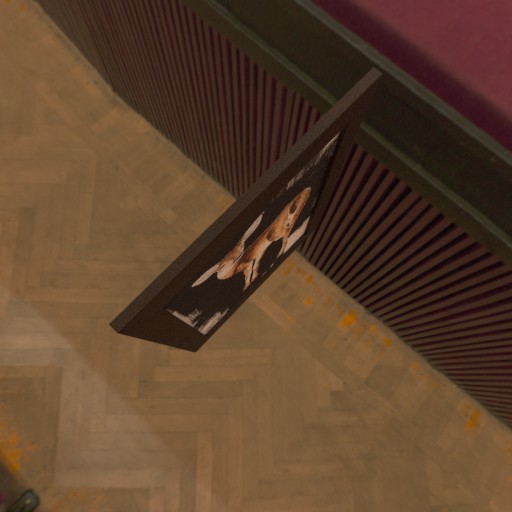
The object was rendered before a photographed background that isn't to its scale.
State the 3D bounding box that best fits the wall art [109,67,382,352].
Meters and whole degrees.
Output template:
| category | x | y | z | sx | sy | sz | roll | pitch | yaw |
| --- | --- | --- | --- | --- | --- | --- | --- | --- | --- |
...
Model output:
| category | x | y | z | sx | sy | sz | roll | pitch | yaw |
| --- | --- | --- | --- | --- | --- | --- | --- | --- | --- |
| wall art | 0.000 | 0.000 | 0.663 | 0.013 | 0.508 | 0.359 | 43 | 80 | 10 |
